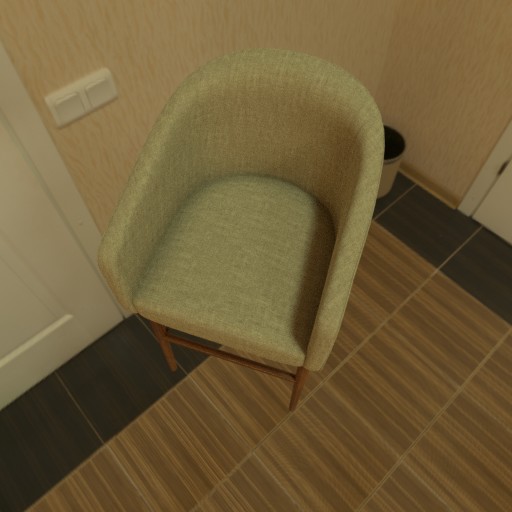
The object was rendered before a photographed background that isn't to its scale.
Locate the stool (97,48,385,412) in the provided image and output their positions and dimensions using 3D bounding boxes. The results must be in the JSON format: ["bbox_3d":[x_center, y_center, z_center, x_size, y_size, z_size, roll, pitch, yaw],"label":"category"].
[{"bbox_3d":[0.000,0.000,1.336,0.559,0.952,0.635,16,59,10],"label":"stool"}]
